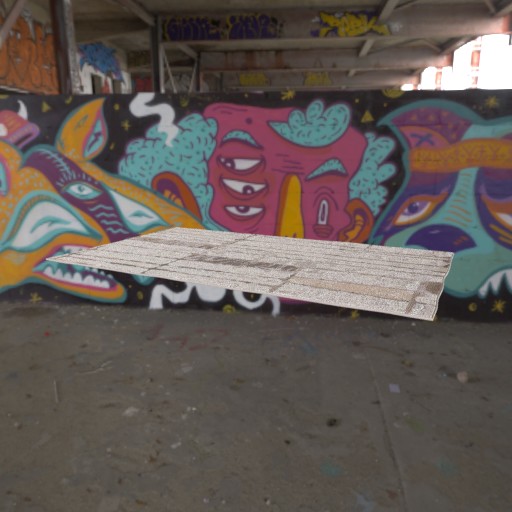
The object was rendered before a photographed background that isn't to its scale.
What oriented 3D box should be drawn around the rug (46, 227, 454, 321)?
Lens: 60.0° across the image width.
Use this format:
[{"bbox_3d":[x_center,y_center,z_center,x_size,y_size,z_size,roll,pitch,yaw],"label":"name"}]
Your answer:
[{"bbox_3d":[0.000,0.000,1.089,0.867,0.007,0.515,7,15,26],"label":"rug"}]
